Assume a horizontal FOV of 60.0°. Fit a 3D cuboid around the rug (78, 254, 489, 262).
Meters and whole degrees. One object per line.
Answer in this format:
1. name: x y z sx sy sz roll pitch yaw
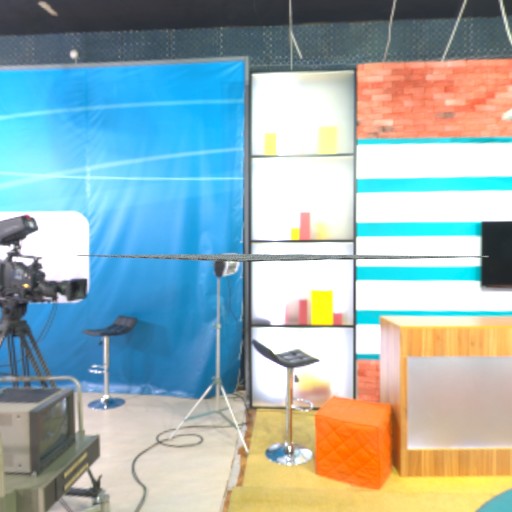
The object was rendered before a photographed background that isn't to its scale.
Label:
1. rug: 0.000 0.000 4.070 2.432 0.013 3.021 0 1 -35
